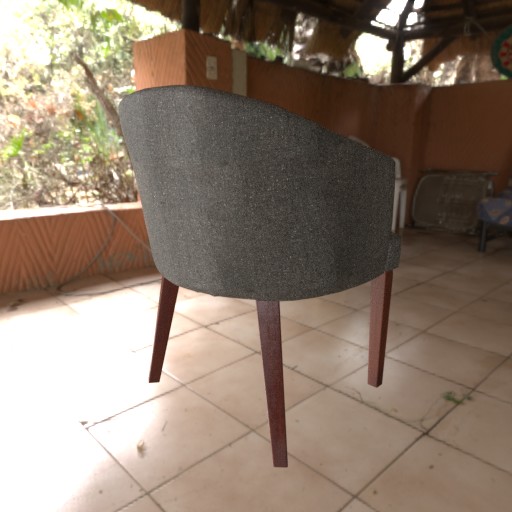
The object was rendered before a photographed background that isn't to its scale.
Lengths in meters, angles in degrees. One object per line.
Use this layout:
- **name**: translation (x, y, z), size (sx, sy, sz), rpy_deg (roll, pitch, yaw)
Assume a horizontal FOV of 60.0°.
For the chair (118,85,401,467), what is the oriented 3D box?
- **chair**: translation (0.000, 0.000, 1.203), size (0.655, 0.811, 0.583), rpy_deg (-13, 19, -43)
